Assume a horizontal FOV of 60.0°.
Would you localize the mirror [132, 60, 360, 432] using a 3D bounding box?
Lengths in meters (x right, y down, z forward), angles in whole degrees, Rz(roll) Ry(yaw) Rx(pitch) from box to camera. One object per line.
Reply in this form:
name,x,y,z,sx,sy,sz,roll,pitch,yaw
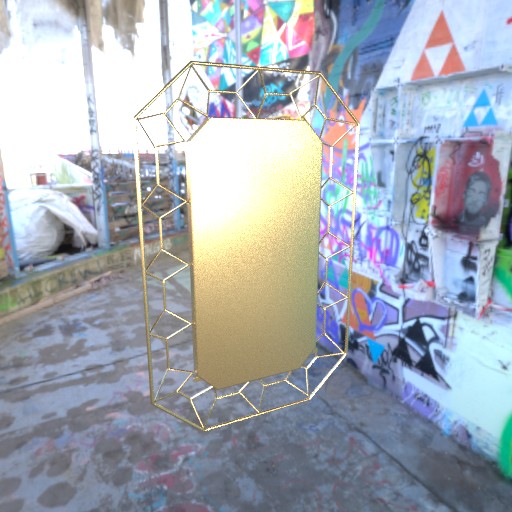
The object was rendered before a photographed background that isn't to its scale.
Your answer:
mirror,0.000,0.000,1.101,0.572,0.870,0.051,-7,16,-26
